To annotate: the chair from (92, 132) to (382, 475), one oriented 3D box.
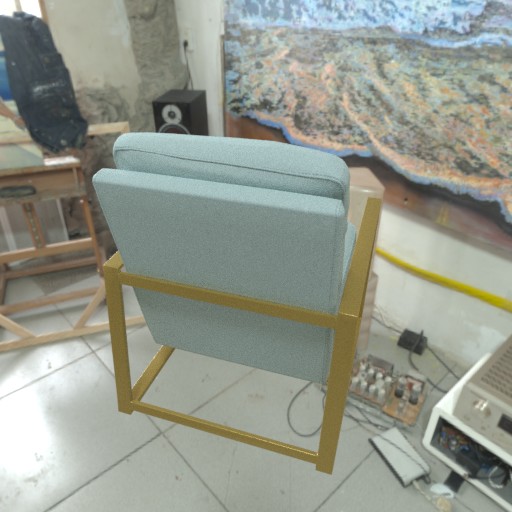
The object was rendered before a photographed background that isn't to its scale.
[{"bbox_3d":[0.000,0.000,1.530,0.758,0.956,0.813,10,34,15],"label":"chair"}]
